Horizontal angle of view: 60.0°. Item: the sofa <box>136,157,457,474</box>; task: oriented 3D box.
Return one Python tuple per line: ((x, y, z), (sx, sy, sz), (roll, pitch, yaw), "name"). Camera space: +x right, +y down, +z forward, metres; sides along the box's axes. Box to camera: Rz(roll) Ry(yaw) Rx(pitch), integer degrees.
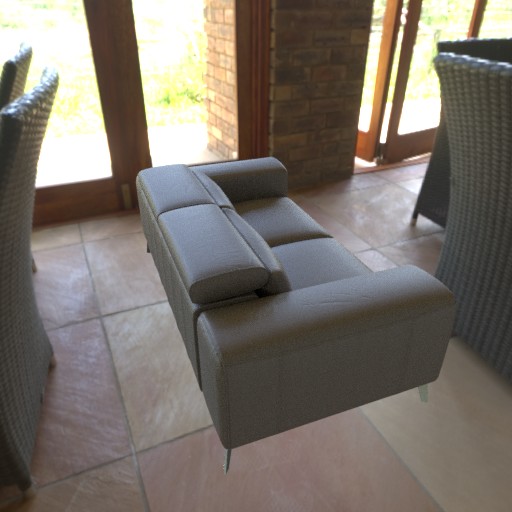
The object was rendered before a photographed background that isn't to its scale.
((0.000, 0.000, 2.462), (1.024, 0.753, 1.930), (-11, 32, -18), "sofa")
